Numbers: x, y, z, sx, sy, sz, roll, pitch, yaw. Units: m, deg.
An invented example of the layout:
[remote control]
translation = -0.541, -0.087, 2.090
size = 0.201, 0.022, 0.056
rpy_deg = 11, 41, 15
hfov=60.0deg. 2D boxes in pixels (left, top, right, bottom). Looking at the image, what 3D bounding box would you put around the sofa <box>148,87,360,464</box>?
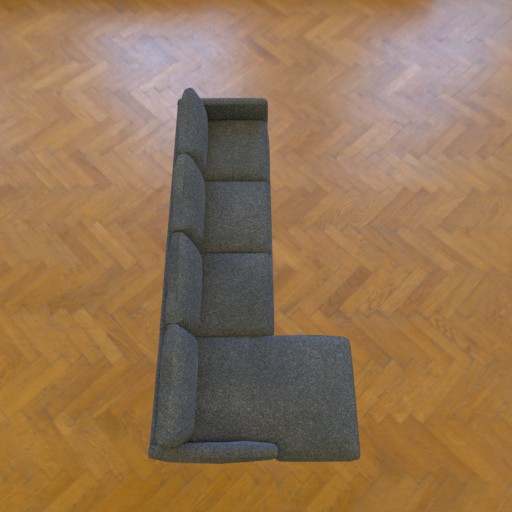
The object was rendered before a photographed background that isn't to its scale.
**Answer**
[sofa]
translation = 0.000, 0.000, 3.460
size = 1.350, 0.810, 2.932
rpy_deg = -1, 65, 0
